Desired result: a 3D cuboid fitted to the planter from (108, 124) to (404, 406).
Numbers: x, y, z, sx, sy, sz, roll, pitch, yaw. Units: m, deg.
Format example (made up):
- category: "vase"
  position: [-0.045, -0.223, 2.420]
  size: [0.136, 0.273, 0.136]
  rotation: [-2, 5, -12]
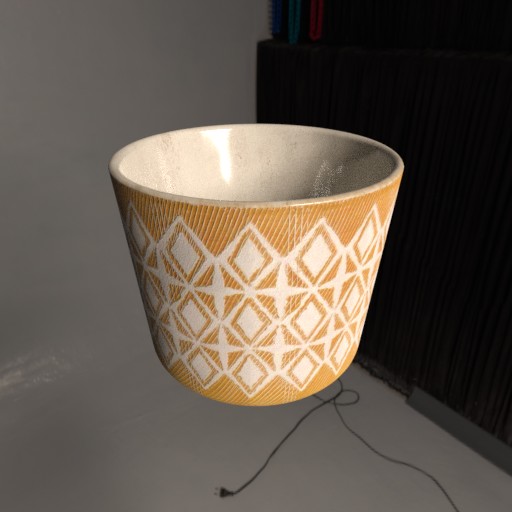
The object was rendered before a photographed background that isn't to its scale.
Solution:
- category: "planter"
  position: [0.000, 0.000, 0.222]
  size: [0.126, 0.104, 0.126]
  rotation: [0, 28, 0]
